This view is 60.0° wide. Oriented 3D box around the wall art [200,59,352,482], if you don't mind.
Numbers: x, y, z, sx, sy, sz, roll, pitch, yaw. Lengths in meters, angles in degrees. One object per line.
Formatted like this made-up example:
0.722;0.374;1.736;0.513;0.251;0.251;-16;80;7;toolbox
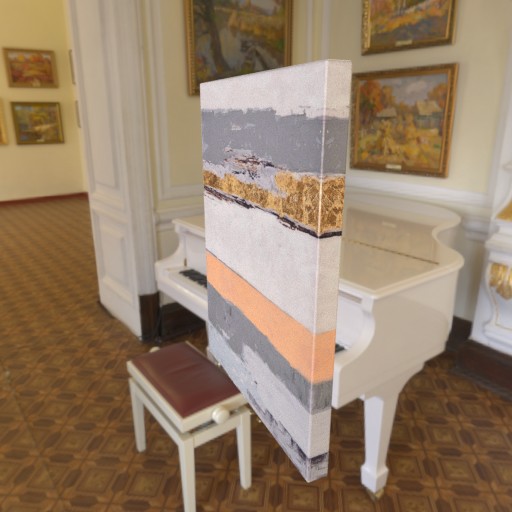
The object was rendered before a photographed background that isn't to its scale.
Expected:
0.000;0.000;0.803;0.038;0.609;0.456;-8;19;-24;wall art
